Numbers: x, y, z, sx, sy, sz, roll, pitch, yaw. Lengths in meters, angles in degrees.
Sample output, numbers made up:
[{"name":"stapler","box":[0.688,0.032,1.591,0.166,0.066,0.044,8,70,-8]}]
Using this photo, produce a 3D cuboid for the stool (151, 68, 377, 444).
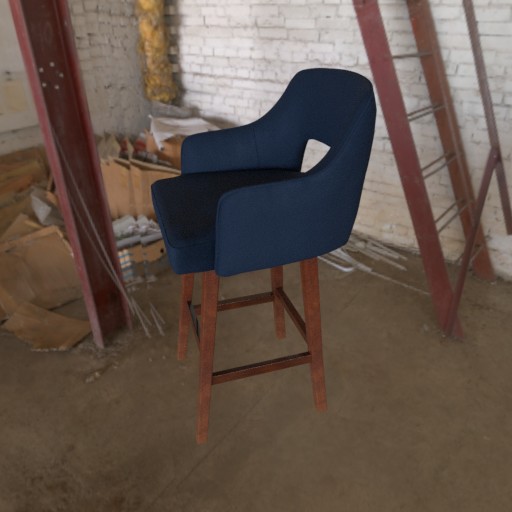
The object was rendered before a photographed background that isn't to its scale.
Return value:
[{"name":"stool","box":[0.000,0.000,1.368,0.560,1.041,0.550,-9,31,-15]}]
